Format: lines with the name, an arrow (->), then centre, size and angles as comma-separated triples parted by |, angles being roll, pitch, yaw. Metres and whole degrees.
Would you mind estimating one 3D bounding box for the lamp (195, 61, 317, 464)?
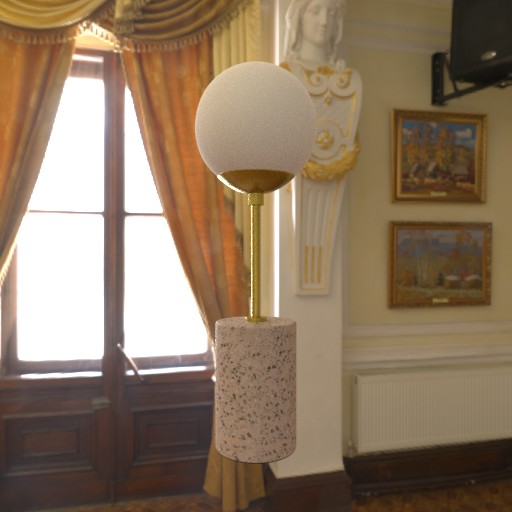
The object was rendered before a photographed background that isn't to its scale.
lamp -> 0.000, 0.000, 0.562 | 0.153, 0.480, 0.153 | 0, 0, 0
